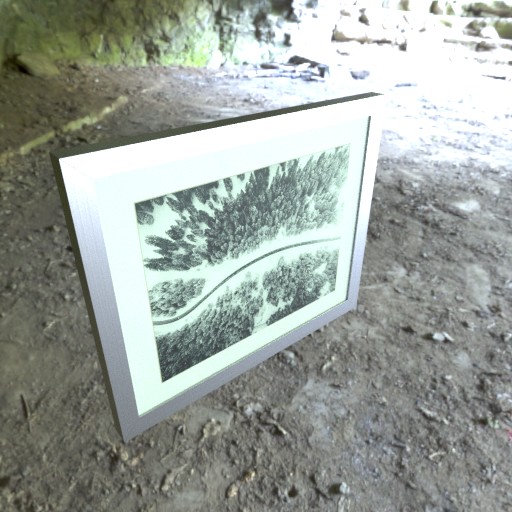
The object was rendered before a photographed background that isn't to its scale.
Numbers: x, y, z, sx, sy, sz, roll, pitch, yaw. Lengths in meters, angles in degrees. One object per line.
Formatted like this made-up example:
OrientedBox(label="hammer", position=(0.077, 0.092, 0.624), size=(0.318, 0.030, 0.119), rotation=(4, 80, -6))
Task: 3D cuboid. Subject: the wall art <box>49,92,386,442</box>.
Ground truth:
OrientedBox(label="wall art", position=(0.000, 0.000, 0.740), size=(0.557, 0.456, 0.032), rotation=(-22, 37, -33))
